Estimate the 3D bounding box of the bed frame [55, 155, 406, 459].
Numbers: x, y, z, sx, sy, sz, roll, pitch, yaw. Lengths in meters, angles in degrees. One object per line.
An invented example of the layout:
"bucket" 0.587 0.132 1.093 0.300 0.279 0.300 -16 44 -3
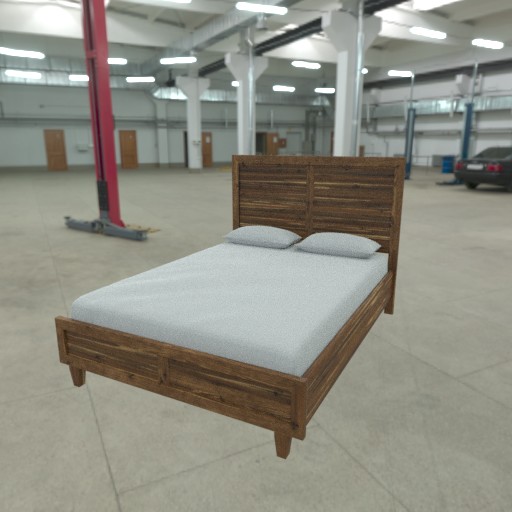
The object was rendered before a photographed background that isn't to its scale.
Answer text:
"bed frame" 0.000 0.000 3.347 1.696 1.417 2.276 7 16 27
